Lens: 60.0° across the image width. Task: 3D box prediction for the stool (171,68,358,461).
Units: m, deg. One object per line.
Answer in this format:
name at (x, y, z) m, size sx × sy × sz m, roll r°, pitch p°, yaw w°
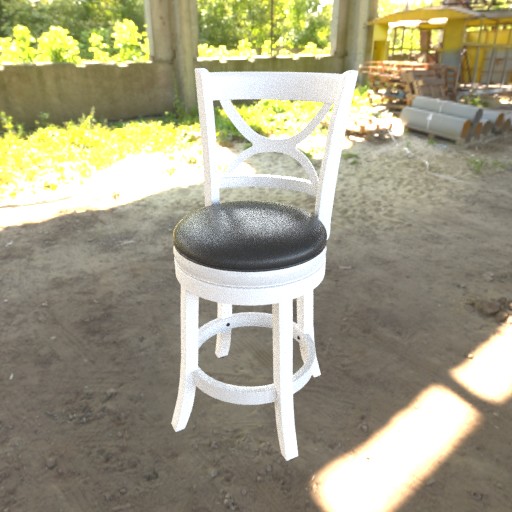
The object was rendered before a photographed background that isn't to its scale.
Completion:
stool at (0.000, 0.000, 1.240) m, size 0.444 × 0.953 × 0.508 m, roll 8°, pitch 26°, yaw 16°
